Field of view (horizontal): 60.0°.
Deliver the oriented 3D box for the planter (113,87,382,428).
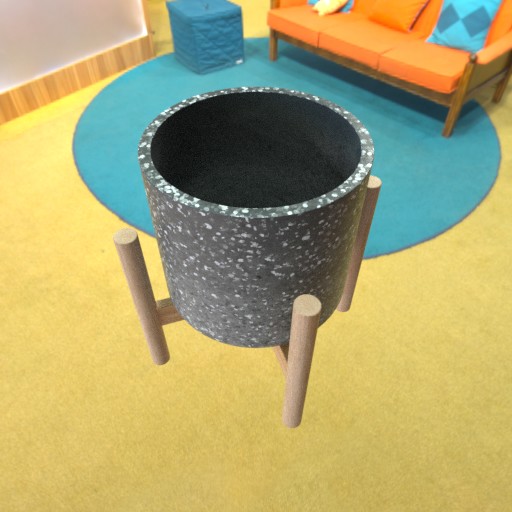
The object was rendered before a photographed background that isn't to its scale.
[{"bbox_3d":[0.000,0.000,0.538,0.284,0.320,0.284,3,47,3],"label":"planter"}]
